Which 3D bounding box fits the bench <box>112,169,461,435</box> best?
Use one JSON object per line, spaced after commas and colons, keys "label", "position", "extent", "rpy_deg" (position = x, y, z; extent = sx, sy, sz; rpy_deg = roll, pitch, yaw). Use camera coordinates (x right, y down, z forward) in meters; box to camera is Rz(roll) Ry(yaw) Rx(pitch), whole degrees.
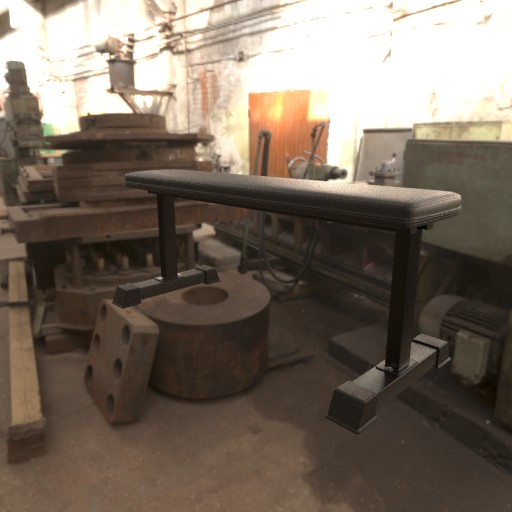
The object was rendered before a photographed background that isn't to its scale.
{"label": "bench", "position": [0.000, 0.000, 1.308], "extent": [0.439, 0.453, 1.072], "rpy_deg": [-14, 20, -43]}
